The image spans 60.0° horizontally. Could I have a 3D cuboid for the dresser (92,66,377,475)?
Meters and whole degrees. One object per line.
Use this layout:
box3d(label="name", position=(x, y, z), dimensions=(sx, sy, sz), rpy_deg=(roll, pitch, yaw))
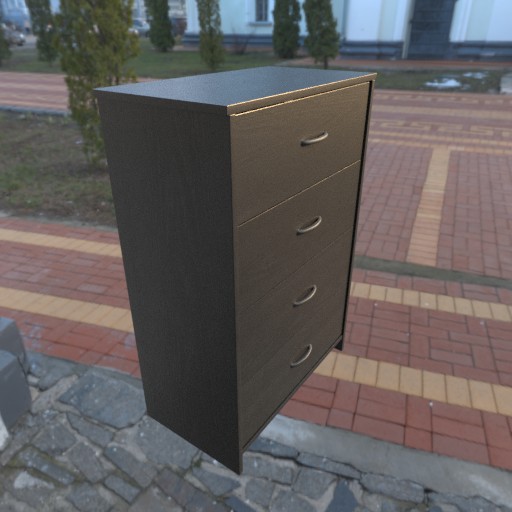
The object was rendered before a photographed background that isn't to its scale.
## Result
box3d(label="dresser", position=(0.000, 0.000, 1.374), dimensions=(0.398, 1.020, 0.700), rpy_deg=(18, 33, 31))
